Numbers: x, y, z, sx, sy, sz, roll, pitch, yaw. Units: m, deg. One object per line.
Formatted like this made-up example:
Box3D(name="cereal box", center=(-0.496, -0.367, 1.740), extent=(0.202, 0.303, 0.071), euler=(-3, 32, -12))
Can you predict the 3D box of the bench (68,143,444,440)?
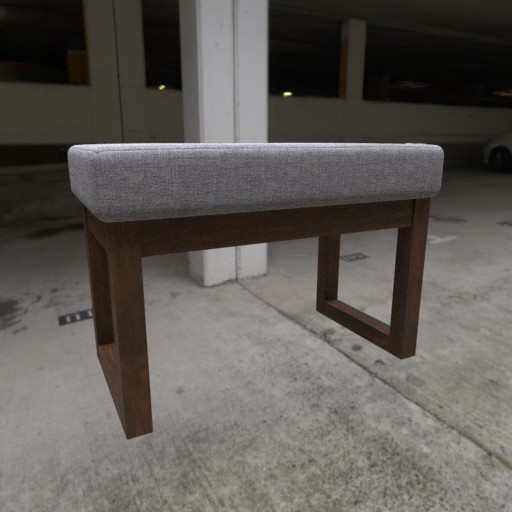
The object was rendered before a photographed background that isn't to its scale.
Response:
Box3D(name="bench", center=(0.000, 0.000, 0.948), extent=(0.681, 0.467, 0.366), euler=(-7, 16, -26))
